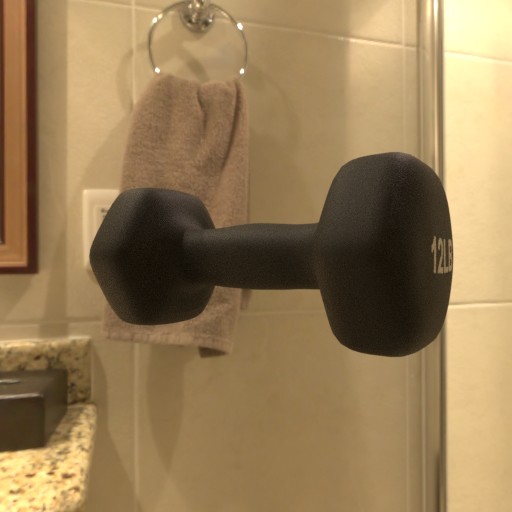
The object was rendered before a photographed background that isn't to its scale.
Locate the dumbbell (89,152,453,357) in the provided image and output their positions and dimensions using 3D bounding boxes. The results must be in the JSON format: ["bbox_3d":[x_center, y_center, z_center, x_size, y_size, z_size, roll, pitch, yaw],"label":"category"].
[{"bbox_3d":[0.000,0.000,0.287,0.231,0.101,0.112,0,-1,36],"label":"dumbbell"}]
